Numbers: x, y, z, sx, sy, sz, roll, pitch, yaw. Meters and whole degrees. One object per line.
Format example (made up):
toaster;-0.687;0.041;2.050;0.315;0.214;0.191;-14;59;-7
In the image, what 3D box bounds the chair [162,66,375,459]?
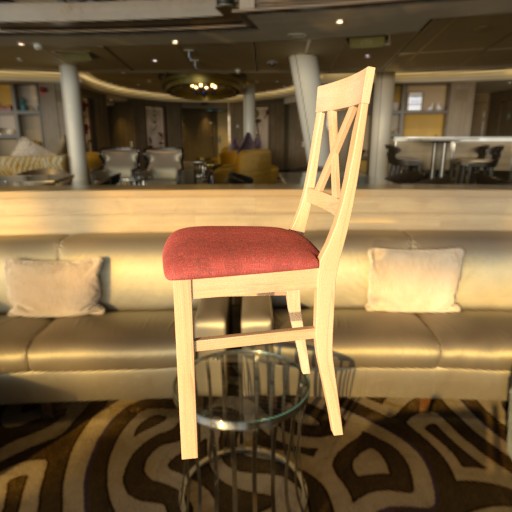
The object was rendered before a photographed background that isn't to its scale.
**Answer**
chair;0.000;0.000;1.200;0.492;0.912;0.439;-2;15;-8
